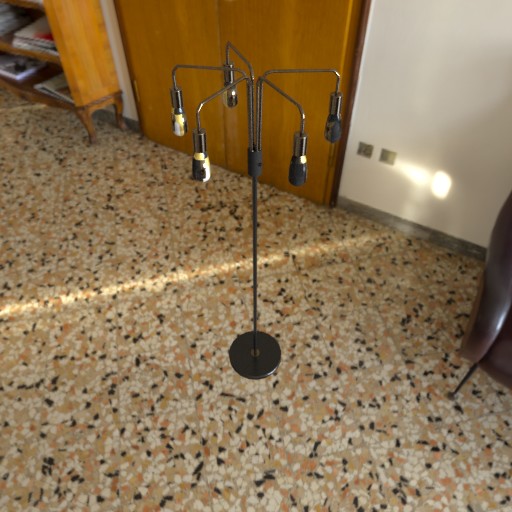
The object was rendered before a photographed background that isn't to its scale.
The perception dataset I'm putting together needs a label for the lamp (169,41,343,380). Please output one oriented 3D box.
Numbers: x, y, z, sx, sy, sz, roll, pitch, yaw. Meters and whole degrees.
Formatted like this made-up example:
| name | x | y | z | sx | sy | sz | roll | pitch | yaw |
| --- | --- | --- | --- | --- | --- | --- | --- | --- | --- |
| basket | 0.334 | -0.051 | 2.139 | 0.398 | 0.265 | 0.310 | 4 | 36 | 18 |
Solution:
| name | x | y | z | sx | sy | sz | roll | pitch | yaw |
| --- | --- | --- | --- | --- | --- | --- | --- | --- | --- |
| lamp | 0.000 | 0.000 | 2.024 | 0.599 | 1.721 | 0.572 | -3 | 47 | -3 |
